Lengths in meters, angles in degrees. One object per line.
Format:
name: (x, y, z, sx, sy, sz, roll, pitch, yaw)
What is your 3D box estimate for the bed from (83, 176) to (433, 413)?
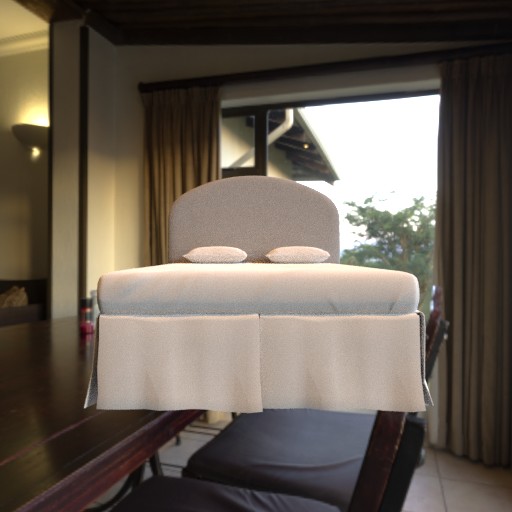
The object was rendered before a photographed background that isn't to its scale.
bed: (0.000, 0.000, 2.976, 1.607, 1.410, 2.005, 0, 0, -1)
